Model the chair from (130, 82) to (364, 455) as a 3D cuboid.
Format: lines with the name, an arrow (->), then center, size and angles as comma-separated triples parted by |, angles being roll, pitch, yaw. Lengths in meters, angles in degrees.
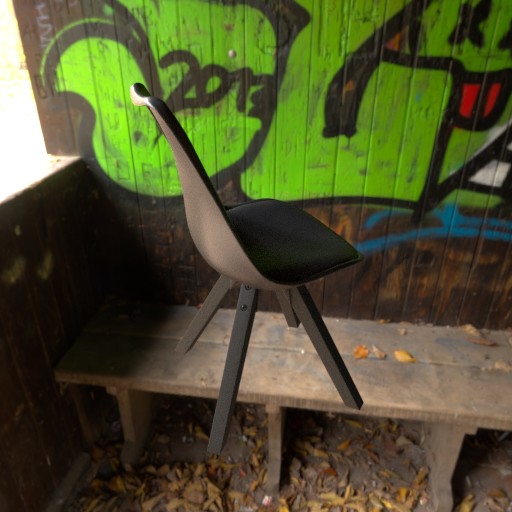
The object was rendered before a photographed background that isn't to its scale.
chair -> 0.000, 0.000, 1.164 | 0.530, 0.850, 0.485 | -10, 30, -18
